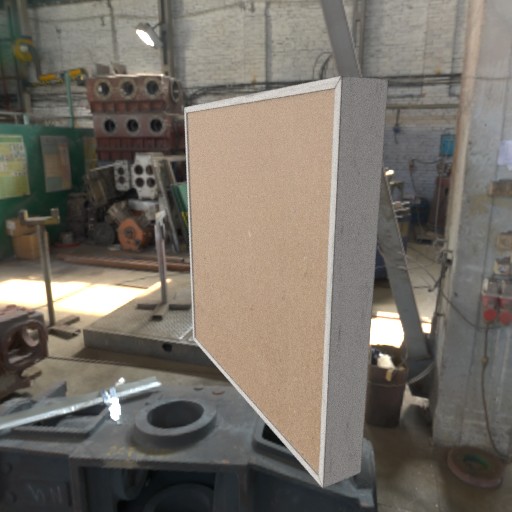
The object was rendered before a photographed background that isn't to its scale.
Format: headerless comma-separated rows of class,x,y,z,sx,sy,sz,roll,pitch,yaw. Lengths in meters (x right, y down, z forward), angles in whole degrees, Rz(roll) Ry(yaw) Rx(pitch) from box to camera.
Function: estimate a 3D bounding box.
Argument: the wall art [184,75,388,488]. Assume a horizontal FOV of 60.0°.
wall art,0.000,0.000,0.451,0.038,0.305,0.305,-7,16,-26
